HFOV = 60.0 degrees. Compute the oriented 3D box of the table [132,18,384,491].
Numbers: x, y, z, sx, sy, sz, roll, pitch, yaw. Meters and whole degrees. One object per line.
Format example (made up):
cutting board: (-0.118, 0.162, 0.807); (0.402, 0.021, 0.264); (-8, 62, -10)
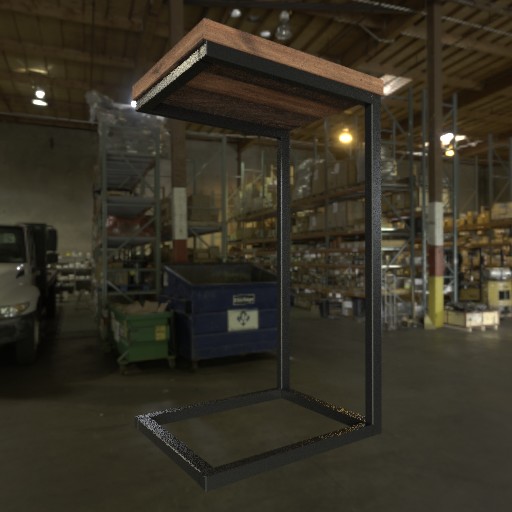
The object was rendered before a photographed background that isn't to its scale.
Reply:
table: (0.000, 0.000, 0.917); (0.414, 0.718, 0.323); (0, -1, -34)
